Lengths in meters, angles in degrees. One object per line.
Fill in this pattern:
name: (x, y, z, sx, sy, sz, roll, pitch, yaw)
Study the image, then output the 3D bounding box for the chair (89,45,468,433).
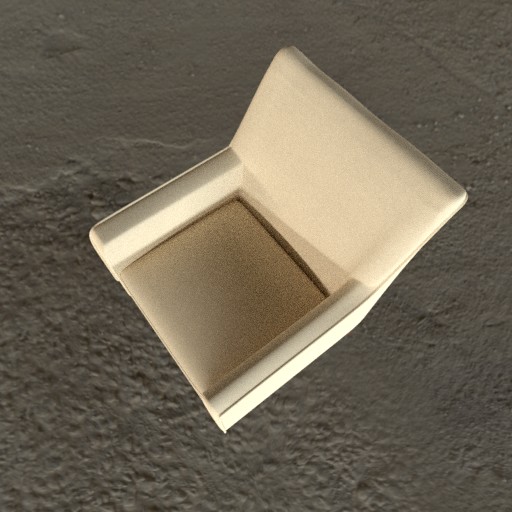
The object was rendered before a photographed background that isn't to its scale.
chair: (0.000, 0.000, 1.602, 0.899, 0.919, 0.780, -34, 68, -16)
